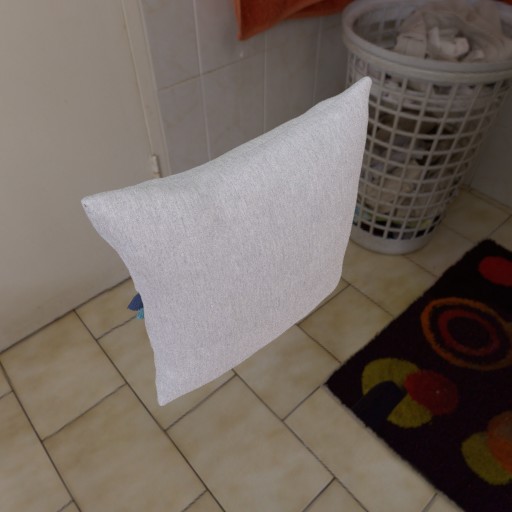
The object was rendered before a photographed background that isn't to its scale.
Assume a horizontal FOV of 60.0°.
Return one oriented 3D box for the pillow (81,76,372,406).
[{"bbox_3d":[0.000,0.000,0.687,0.433,0.436,0.173,-31,54,-26],"label":"pillow"}]
